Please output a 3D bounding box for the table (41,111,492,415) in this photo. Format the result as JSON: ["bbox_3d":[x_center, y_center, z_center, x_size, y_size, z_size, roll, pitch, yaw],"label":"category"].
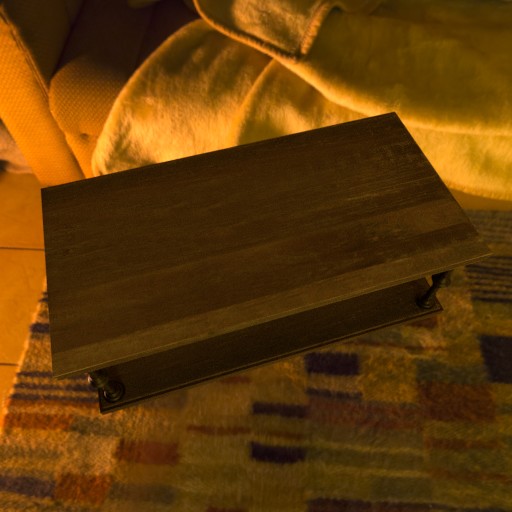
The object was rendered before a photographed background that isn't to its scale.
[{"bbox_3d":[0.000,0.000,1.340,1.088,0.373,0.554,-15,59,-9],"label":"table"}]
